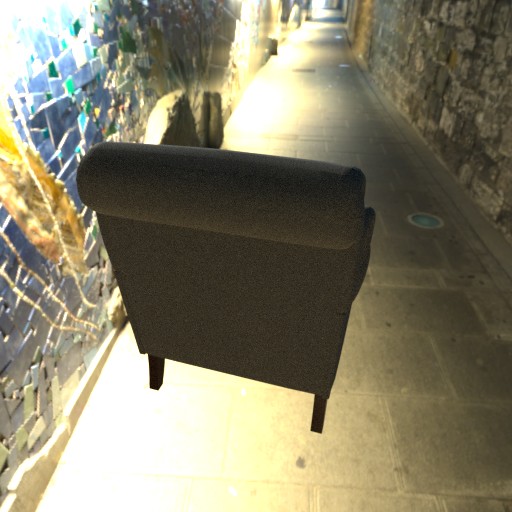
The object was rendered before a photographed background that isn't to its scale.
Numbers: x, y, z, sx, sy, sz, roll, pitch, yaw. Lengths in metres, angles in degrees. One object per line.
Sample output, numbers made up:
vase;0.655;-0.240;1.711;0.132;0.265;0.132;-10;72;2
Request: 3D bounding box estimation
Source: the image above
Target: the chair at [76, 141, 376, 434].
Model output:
chair;0.000;0.000;1.576;0.766;0.942;0.843;9;32;15
